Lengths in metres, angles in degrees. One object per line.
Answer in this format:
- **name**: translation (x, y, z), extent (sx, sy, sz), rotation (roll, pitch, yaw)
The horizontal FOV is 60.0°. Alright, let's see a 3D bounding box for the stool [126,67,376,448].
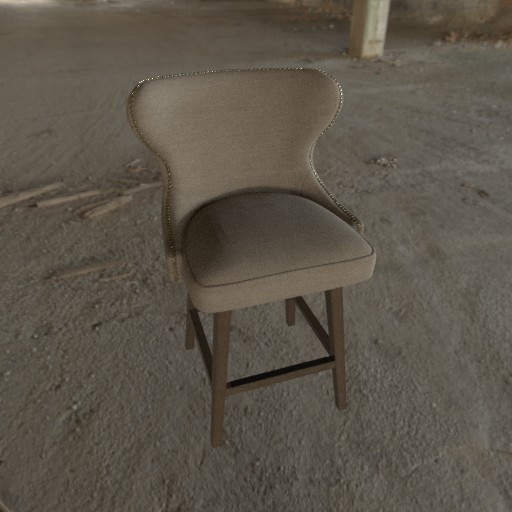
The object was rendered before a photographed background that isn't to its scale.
- **stool**: translation (0.000, 0.000, 1.346), extent (0.615, 0.972, 0.597), rotation (-10, 34, -15)
